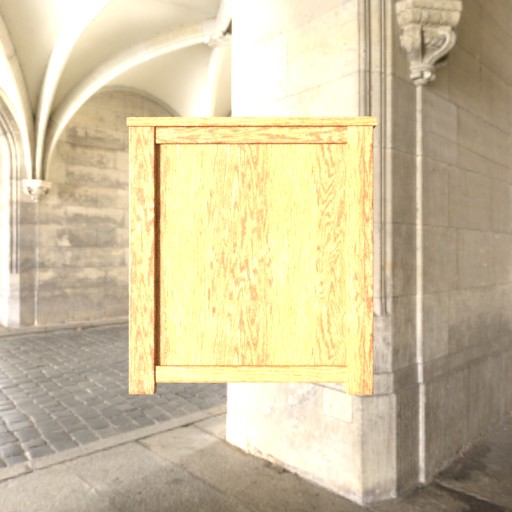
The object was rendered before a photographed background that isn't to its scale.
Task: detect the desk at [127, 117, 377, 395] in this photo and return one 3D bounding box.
[{"bbox_3d":[0.000,0.000,1.975,0.685,0.751,1.567,0,0,0],"label":"desk"}]
